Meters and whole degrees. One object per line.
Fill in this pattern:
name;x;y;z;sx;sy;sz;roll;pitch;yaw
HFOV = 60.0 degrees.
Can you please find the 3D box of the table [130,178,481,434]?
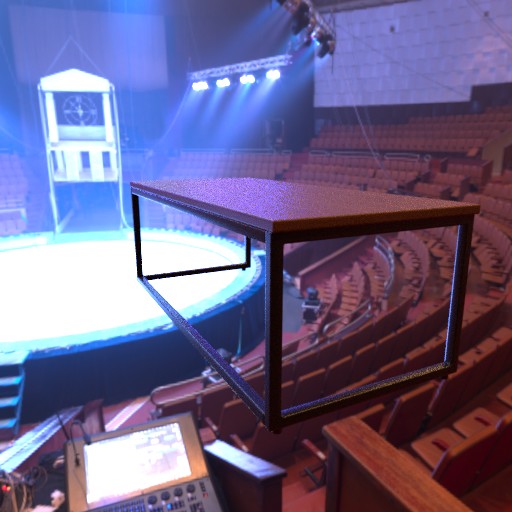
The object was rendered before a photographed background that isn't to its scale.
table;0.000;0.000;1.343;0.500;0.400;1.100;-7;15;-26
